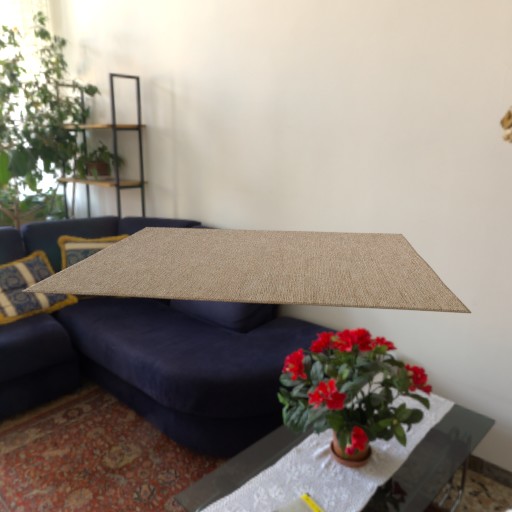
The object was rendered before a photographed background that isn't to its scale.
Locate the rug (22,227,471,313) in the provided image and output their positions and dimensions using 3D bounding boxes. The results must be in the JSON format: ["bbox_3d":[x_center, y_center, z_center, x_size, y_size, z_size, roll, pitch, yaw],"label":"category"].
[{"bbox_3d":[0.000,0.000,4.108,3.034,0.012,2.406,2,15,7],"label":"rug"}]
